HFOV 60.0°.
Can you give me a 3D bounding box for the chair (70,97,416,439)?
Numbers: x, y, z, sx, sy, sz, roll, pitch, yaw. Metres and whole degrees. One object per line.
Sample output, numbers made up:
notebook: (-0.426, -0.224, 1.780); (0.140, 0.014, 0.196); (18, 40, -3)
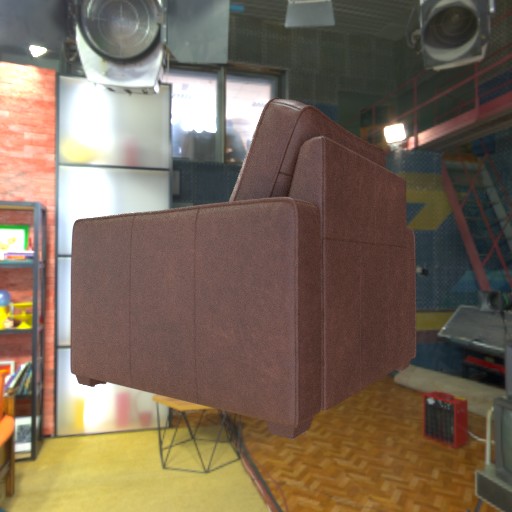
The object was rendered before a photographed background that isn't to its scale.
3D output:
chair: (0.000, 0.000, 1.704); (0.940, 0.919, 1.017); (-1, -2, 35)
